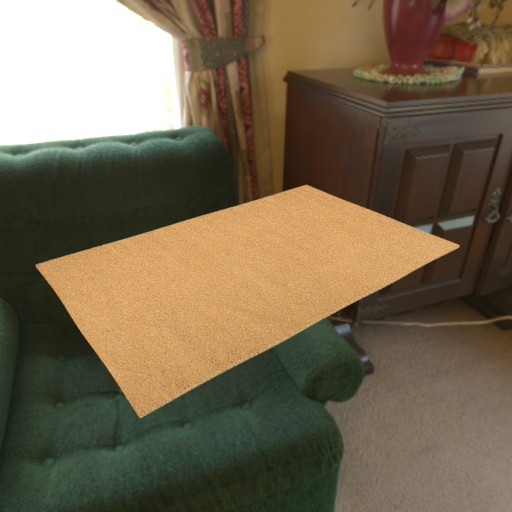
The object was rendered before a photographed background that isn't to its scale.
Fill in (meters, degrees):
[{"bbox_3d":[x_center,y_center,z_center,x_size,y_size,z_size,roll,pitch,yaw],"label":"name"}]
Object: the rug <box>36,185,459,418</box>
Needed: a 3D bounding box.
[{"bbox_3d":[0.000,0.000,2.906,2.346,0.025,1.500,-21,35,-33],"label":"rug"}]
